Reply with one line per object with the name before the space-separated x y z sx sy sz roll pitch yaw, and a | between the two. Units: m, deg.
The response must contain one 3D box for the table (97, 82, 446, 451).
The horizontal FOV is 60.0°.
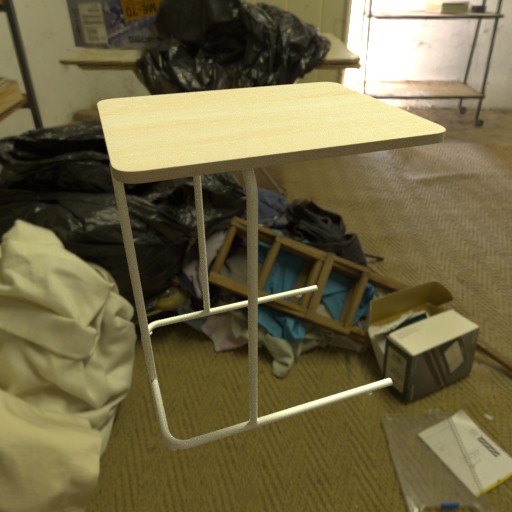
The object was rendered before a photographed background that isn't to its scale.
table | 0.000 0.000 0.870 0.480 0.550 0.370 -11 34 -17
